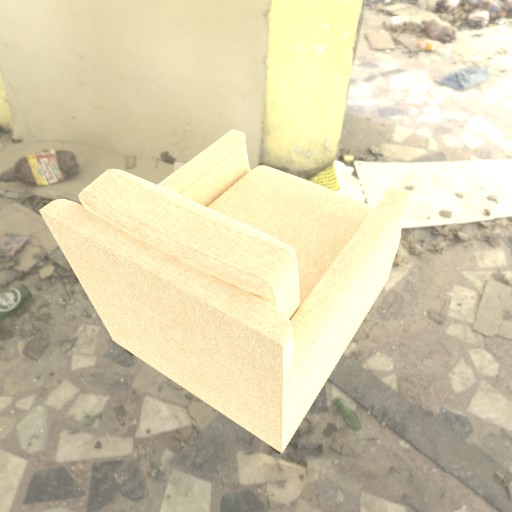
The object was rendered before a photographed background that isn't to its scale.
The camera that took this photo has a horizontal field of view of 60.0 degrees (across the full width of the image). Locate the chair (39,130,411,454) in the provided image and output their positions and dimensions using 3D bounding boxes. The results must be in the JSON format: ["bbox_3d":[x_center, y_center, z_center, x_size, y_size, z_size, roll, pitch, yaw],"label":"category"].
[{"bbox_3d":[0.000,0.000,1.714,0.838,0.940,1.041,26,51,23],"label":"chair"}]
